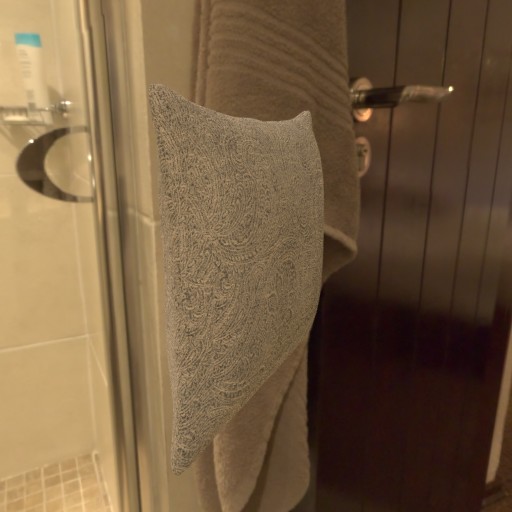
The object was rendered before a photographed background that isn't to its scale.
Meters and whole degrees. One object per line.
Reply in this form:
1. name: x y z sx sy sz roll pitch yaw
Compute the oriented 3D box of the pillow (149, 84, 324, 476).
1. pillow: 0.000 0.000 0.769 0.166 0.510 0.523 7 16 25
